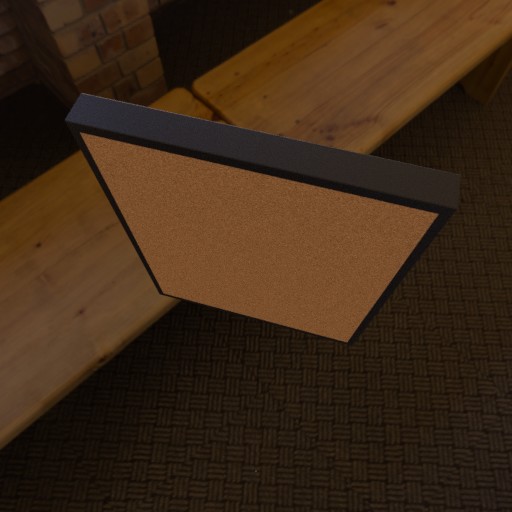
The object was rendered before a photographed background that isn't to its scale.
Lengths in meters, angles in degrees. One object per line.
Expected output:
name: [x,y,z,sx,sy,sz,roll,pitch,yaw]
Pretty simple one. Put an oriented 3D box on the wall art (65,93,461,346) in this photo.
wall art: [0.000,0.000,0.492,0.294,0.369,0.030,14,65,7]
